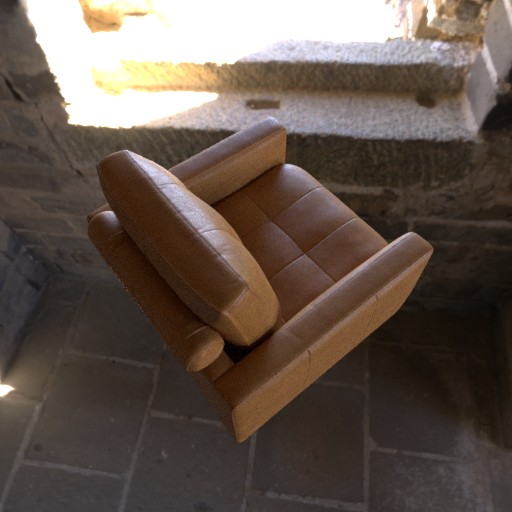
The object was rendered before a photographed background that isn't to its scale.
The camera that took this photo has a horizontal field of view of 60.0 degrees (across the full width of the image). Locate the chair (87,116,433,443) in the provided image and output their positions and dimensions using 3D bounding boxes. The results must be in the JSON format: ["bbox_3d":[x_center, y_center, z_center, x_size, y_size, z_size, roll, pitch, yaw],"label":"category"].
[{"bbox_3d":[0.000,0.000,1.525,0.868,0.896,0.831,-34,63,-20],"label":"chair"}]
